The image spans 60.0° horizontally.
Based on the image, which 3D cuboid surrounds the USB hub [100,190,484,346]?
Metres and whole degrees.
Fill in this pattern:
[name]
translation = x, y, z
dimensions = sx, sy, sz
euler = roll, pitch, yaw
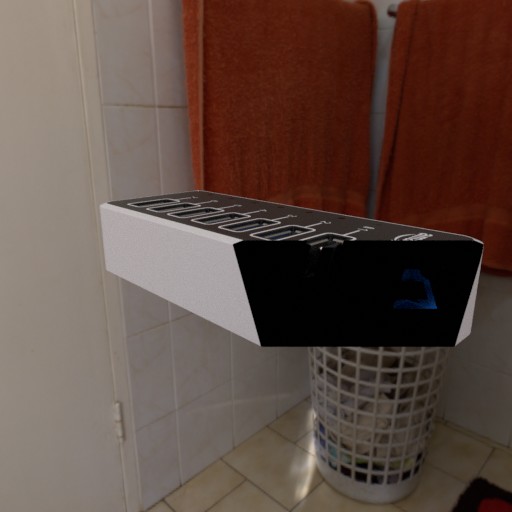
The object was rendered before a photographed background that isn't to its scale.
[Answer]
[USB hub]
translation = 0.000, 0.000, 0.128
dimensions = 0.044, 0.023, 0.110
euler = -16, 23, -42
